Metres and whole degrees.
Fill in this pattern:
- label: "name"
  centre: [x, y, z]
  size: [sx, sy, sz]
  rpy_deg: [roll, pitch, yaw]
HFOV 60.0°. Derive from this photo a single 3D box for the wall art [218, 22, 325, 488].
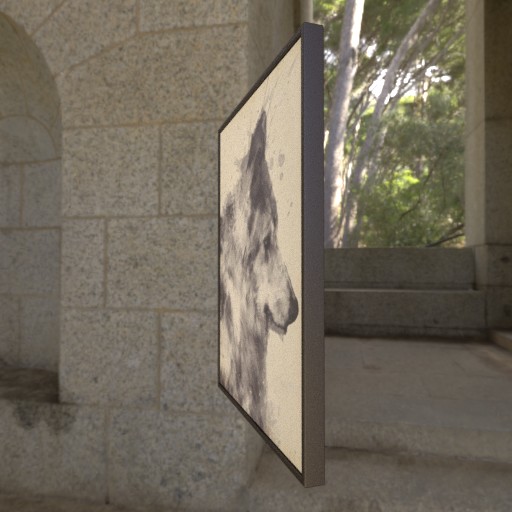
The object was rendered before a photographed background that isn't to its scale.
- label: "wall art"
  centre: [0.000, 0.000, 0.742]
  size: [0.028, 0.551, 0.451]
  rpy_deg: [0, -1, -18]
